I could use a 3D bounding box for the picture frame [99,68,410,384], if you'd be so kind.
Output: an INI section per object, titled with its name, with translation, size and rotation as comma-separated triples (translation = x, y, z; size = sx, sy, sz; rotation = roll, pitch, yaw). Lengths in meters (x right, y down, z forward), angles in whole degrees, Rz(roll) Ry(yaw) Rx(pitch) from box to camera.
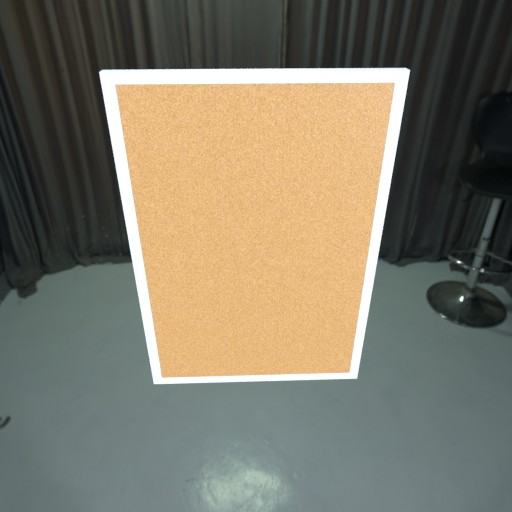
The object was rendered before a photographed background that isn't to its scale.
[picture frame]
translation = 0.000, 0.000, 0.554
size = 0.305, 0.434, 0.013
rotation = -1, 32, -2
